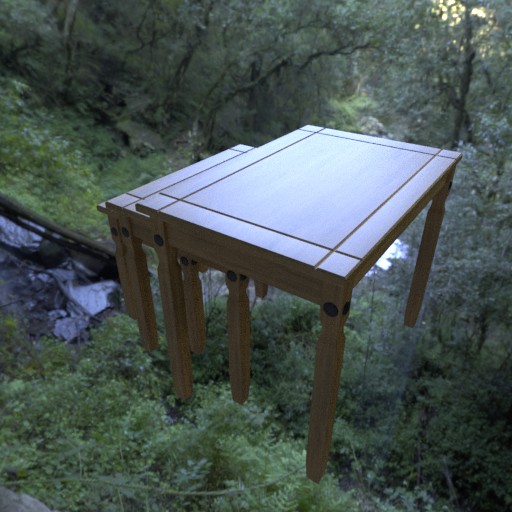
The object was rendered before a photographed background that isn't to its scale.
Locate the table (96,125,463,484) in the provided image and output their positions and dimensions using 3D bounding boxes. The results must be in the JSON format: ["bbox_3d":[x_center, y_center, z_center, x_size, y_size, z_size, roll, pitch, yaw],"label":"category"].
[{"bbox_3d":[0.000,0.000,1.183,0.773,0.535,0.660,20,37,29],"label":"table"}]
